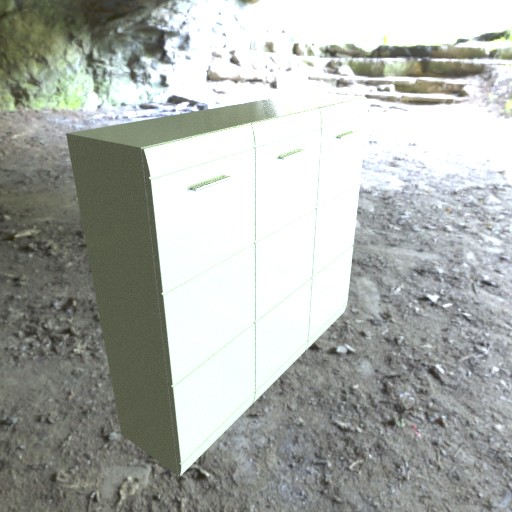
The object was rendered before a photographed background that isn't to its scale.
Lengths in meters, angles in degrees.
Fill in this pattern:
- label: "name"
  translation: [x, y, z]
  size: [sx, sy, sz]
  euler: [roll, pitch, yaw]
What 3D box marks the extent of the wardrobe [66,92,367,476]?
- label: "wardrobe"
  translation: [0.000, 0.000, 1.913]
  size: [0.360, 1.200, 1.340]
  euler: [18, 31, 32]
